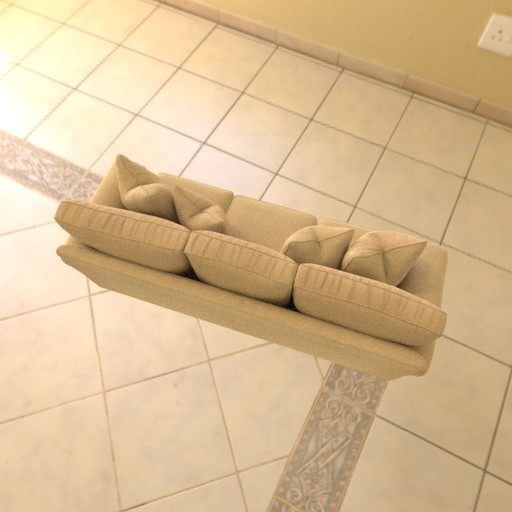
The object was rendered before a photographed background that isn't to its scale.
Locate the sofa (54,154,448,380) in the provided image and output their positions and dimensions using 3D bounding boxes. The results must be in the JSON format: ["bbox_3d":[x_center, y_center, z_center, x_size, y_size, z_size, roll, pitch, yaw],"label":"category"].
[{"bbox_3d":[0.000,0.000,2.865,2.312,0.975,0.965,16,64,8],"label":"sofa"}]
